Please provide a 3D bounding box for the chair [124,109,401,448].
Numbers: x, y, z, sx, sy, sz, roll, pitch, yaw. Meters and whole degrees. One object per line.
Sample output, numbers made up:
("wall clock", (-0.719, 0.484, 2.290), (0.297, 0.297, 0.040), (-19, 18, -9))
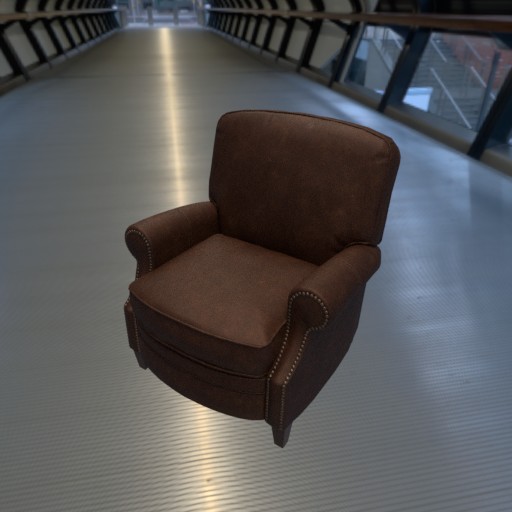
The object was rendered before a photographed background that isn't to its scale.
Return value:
("chair", (0.000, 0.000, 1.806), (0.936, 1.018, 0.986), (19, 35, 29))
